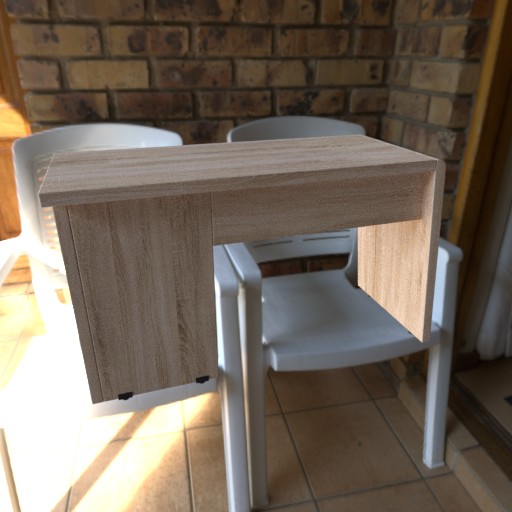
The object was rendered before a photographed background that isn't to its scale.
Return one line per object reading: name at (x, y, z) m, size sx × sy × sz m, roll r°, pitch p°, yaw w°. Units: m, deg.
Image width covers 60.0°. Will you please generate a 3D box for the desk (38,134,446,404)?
desk at (0.000, 0.000, 1.652) m, size 1.300 × 0.750 × 0.500 m, roll -8°, pitch 26°, yaw -17°
